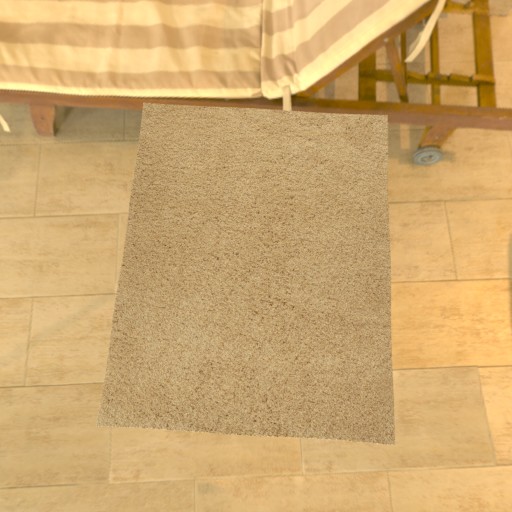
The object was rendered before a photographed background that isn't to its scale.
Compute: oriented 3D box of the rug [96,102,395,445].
[{"bbox_3d":[0.000,0.000,3.962,2.400,0.025,3.000,3,75,1],"label":"rug"}]
